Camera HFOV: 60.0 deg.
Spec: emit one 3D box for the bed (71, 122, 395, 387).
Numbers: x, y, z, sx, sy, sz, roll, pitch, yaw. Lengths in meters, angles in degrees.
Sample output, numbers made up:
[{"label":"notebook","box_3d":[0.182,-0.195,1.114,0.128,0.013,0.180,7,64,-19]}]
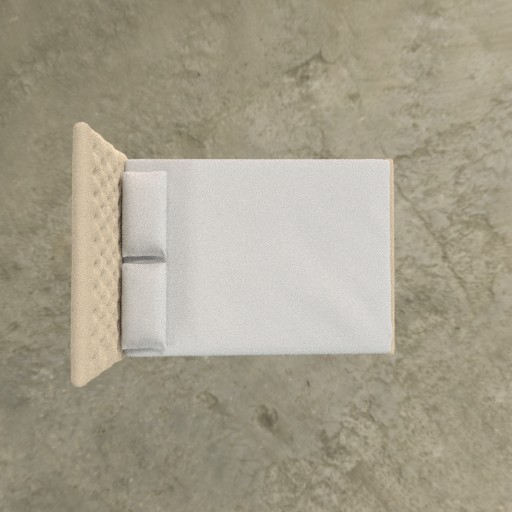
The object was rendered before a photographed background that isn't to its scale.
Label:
[{"label":"bed","box_3d":[0.000,0.000,3.518,2.387,1.427,1.698,0,89,-1]}]
